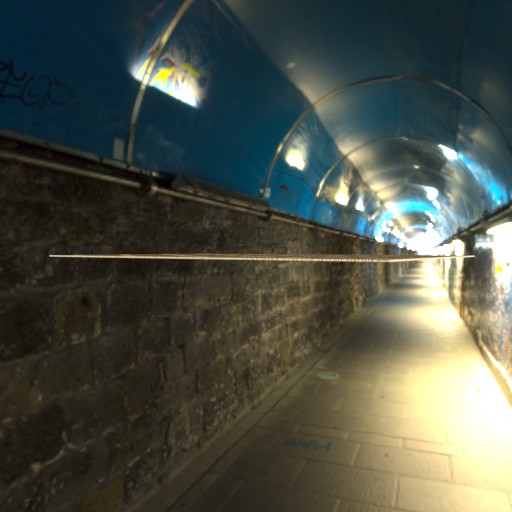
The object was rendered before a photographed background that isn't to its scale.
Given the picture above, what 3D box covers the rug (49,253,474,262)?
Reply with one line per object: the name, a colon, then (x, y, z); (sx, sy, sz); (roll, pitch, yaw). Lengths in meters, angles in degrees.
rug: (0.000, 0.000, 2.845); (2.284, 0.008, 1.522); (1, 1, 36)
